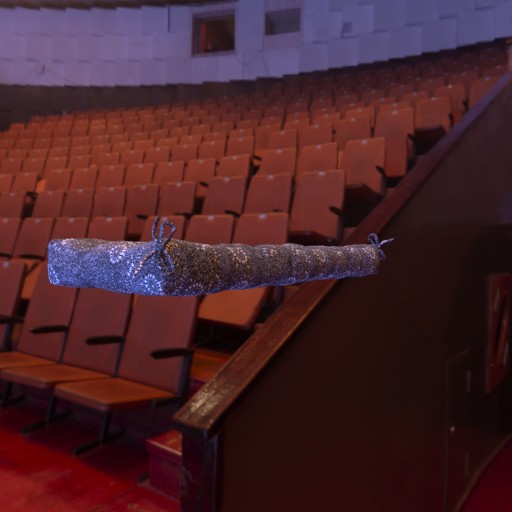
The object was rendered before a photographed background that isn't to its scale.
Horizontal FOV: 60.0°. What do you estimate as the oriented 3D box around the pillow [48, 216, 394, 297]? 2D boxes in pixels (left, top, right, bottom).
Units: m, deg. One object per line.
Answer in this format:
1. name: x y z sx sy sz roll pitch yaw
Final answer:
1. pillow: 0.000 0.000 1.406 0.511 0.174 1.194 1 1 37
